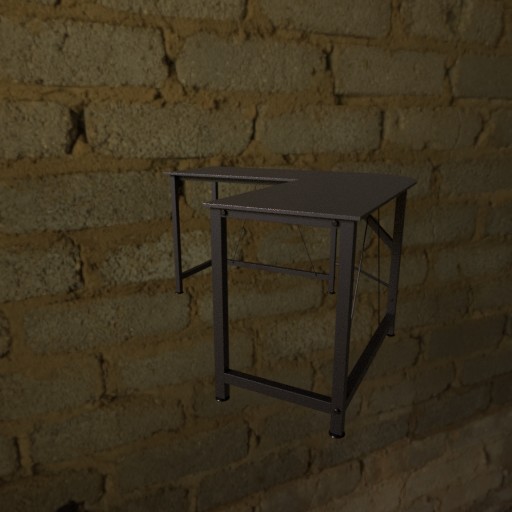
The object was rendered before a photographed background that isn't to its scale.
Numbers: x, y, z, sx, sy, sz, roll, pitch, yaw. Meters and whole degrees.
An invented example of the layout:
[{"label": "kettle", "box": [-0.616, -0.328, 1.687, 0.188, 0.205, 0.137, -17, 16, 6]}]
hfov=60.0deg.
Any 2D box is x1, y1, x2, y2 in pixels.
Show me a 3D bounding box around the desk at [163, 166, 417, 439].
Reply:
[{"label": "desk", "box": [0.000, 0.000, 2.270, 1.400, 0.762, 1.400, 8, 18, 26]}]
